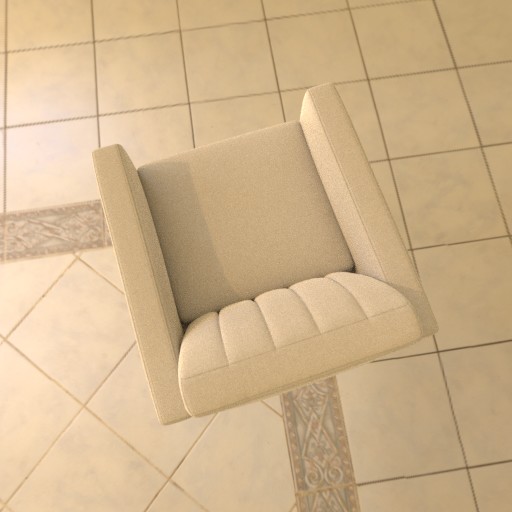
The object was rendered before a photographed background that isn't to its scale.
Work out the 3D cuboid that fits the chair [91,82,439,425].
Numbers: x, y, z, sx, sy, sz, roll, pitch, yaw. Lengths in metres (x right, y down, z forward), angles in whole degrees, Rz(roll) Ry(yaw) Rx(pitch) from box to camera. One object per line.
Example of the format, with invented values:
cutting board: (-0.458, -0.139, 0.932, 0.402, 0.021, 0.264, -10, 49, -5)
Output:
chair: (0.000, 0.000, 1.688, 0.953, 0.819, 0.998, -17, 75, -5)
